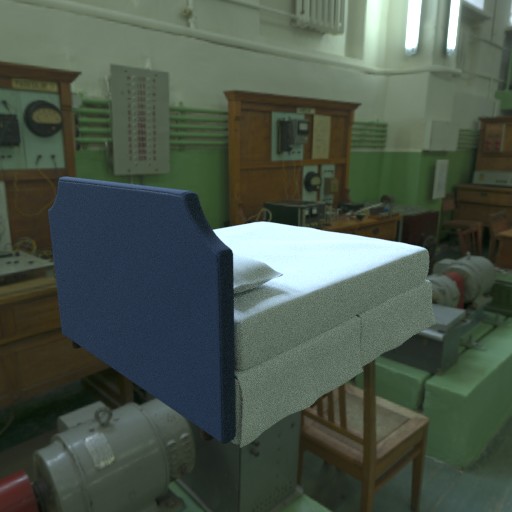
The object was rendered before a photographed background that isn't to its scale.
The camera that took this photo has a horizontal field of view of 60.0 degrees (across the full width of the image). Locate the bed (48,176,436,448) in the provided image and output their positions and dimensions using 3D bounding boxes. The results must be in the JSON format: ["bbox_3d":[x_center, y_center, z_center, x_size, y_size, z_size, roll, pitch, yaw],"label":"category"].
[{"bbox_3d":[0.000,0.000,4.050,2.350,1.488,2.773,13,19,43],"label":"bed"}]
